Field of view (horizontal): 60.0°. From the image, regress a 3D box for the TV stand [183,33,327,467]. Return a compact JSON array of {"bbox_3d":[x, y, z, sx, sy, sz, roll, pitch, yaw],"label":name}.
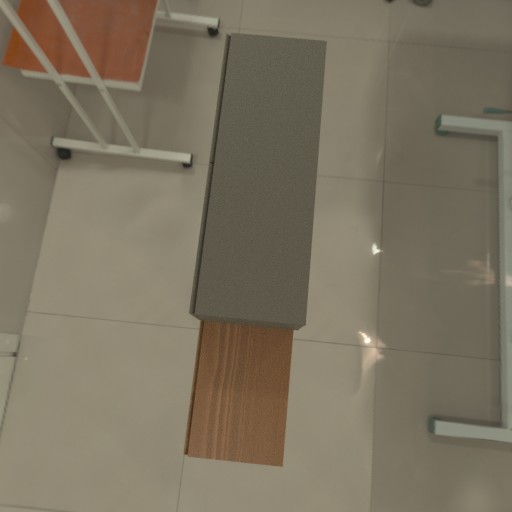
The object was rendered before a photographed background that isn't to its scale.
[{"bbox_3d":[0.000,0.000,1.580,0.329,0.591,1.336,6,77,1],"label":"TV stand"}]
